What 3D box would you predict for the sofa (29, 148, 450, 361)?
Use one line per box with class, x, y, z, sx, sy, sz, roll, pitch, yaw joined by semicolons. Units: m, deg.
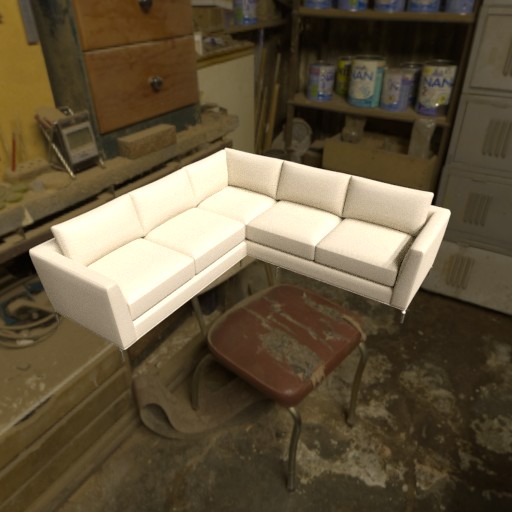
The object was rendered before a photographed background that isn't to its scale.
sofa;0.000;0.000;3.659;2.448;0.867;2.430;19;37;28
